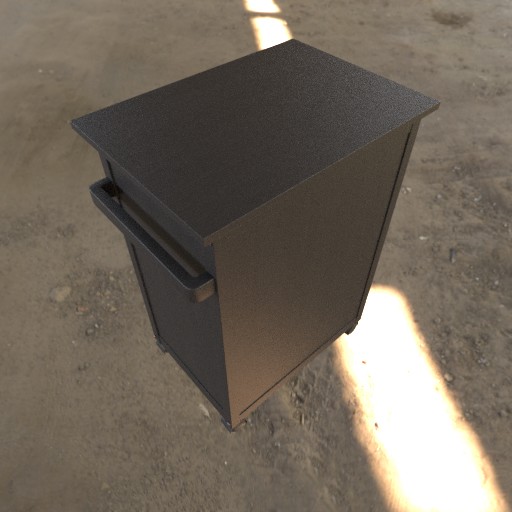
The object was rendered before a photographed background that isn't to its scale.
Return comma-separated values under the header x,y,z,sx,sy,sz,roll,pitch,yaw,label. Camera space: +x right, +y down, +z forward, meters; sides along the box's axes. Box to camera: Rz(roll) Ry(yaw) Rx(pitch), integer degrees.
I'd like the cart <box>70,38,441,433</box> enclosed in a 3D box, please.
x,y,z,sx,sy,sz,roll,pitch,yaw,label
0.000,0.000,1.245,0.660,0.879,0.456,-33,55,-27,cart
